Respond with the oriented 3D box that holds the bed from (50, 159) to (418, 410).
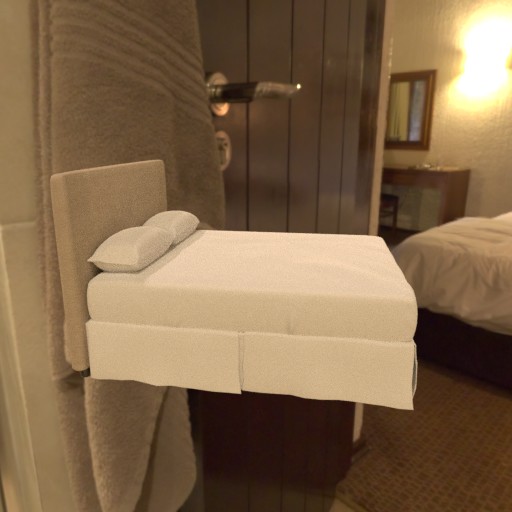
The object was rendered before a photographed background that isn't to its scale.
[{"bbox_3d":[0.000,0.000,3.316,2.162,1.330,1.713,2,15,8],"label":"bed"}]
